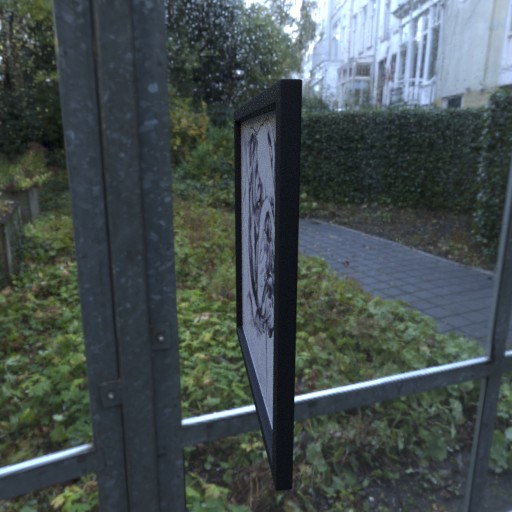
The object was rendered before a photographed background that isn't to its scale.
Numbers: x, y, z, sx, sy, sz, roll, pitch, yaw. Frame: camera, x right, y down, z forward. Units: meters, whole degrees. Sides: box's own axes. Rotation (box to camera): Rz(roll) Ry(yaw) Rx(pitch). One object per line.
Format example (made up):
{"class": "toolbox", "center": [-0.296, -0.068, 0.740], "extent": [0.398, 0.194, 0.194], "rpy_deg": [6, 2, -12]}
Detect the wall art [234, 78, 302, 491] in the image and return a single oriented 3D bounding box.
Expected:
{"class": "wall art", "center": [0.000, 0.000, 0.682], "extent": [0.022, 0.453, 0.456], "rpy_deg": [-2, 15, -8]}
